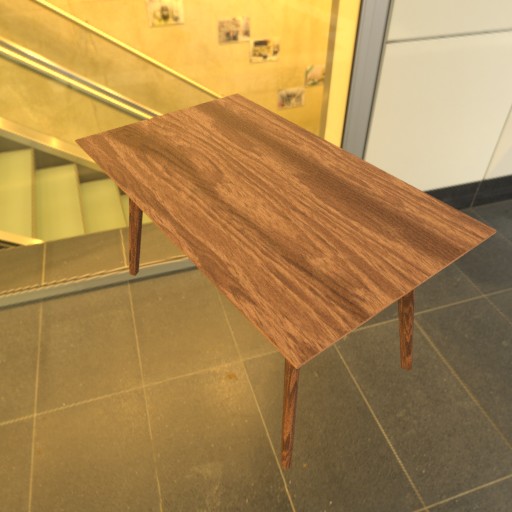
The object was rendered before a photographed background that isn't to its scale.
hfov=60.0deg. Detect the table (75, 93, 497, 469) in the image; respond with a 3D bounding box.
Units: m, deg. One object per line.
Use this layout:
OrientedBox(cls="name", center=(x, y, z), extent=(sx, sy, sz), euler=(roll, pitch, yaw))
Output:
OrientedBox(cls="table", center=(0.000, 0.000, 1.798), extent=(0.801, 0.724, 1.349), euler=(-27, 48, -27))
